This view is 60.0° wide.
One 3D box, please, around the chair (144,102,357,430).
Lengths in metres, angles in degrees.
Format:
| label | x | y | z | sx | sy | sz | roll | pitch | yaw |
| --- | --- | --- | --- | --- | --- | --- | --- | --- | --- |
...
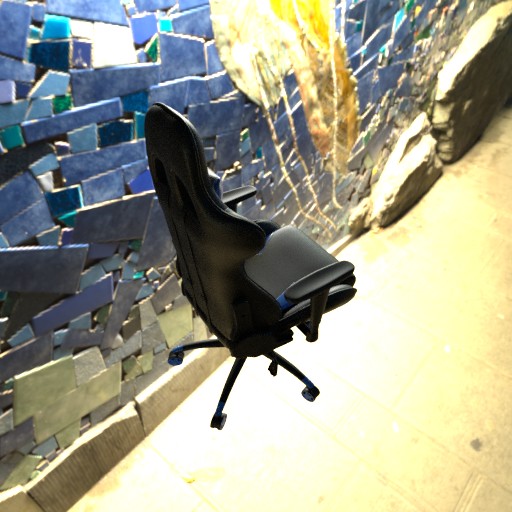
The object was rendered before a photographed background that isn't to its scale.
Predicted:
| label | x | y | z | sx | sy | sz | roll | pitch | yaw |
| --- | --- | --- | --- | --- | --- | --- | --- | --- | --- |
| chair | 0.000 | 0.000 | 1.693 | 0.730 | 1.282 | 0.695 | -25 | 47 | -25 |
